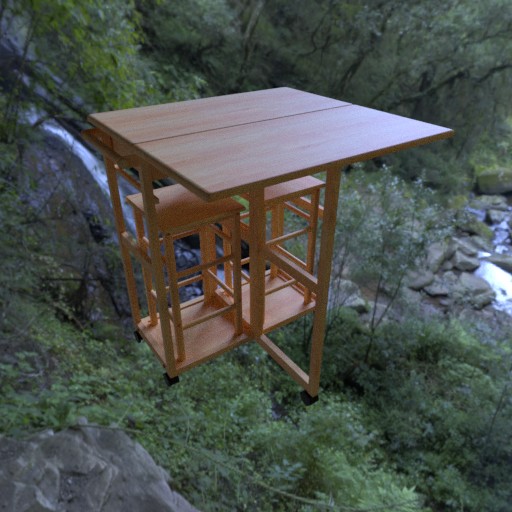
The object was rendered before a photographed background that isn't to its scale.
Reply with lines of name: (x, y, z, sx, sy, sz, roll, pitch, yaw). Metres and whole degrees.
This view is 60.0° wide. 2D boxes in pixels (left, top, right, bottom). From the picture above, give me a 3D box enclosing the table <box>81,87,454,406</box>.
table: (0.000, 0.000, 1.395, 0.752, 0.832, 0.693, -20, 36, -29)
